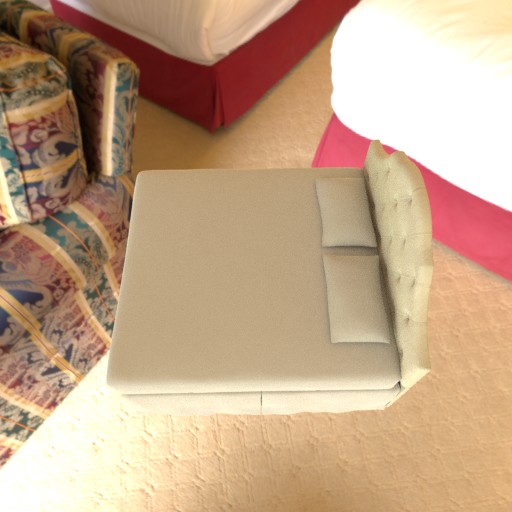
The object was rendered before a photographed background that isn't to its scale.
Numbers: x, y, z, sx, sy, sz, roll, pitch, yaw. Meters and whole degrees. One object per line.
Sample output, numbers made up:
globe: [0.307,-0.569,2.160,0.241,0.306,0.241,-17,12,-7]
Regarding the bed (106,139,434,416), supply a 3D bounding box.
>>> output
bed: [0.000,0.000,3.362,2.086,1.555,2.012,-1,59,-1]
